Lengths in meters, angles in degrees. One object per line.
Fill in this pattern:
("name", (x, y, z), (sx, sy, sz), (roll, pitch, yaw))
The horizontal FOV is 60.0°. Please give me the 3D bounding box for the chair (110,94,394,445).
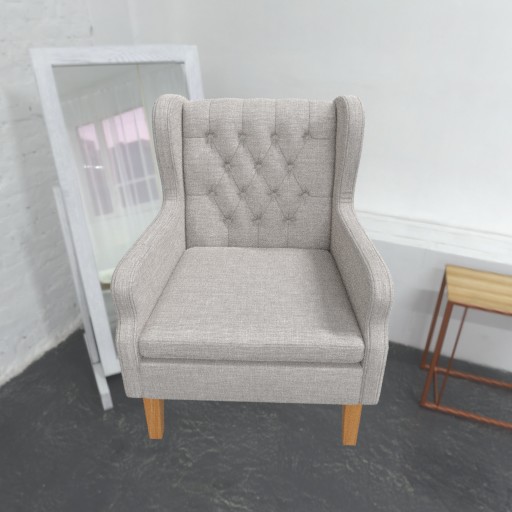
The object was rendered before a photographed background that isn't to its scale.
("chair", (0.000, 0.000, 1.448), (0.710, 0.930, 0.760), (1, 29, 2))
